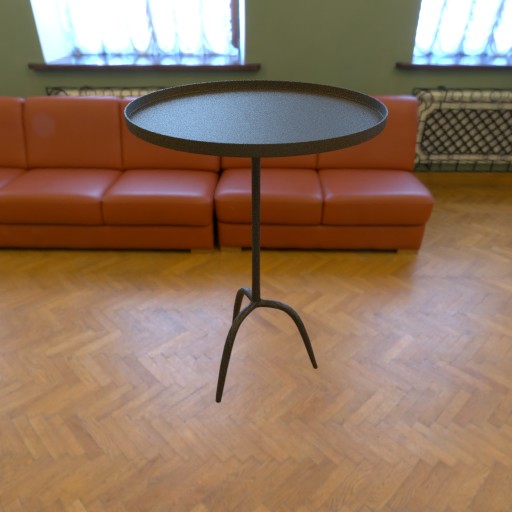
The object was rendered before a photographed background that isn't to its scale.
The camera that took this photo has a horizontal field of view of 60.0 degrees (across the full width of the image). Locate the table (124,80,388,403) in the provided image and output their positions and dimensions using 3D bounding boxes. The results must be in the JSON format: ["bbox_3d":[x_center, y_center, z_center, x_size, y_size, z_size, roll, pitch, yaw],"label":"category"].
[{"bbox_3d":[0.000,0.000,1.053,0.502,0.700,0.502,0,32,0],"label":"table"}]
